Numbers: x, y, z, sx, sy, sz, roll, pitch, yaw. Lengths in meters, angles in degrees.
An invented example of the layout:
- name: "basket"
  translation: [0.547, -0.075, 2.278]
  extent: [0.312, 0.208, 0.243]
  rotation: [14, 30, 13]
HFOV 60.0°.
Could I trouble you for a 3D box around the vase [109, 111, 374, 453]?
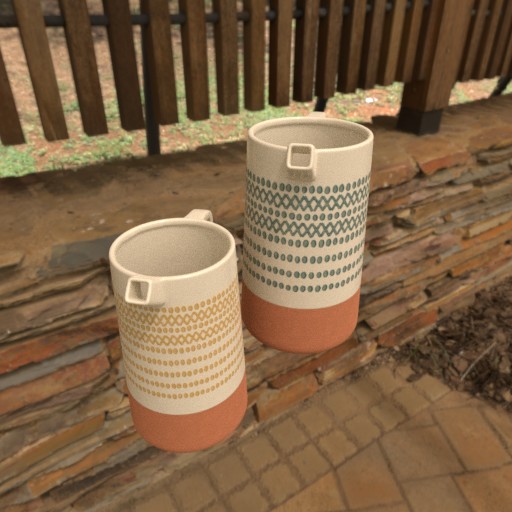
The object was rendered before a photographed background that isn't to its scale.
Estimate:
- name: "vase"
  translation: [0.000, 0.000, 0.453]
  extent: [0.326, 0.247, 0.168]
  rotation: [-22, 37, -32]
